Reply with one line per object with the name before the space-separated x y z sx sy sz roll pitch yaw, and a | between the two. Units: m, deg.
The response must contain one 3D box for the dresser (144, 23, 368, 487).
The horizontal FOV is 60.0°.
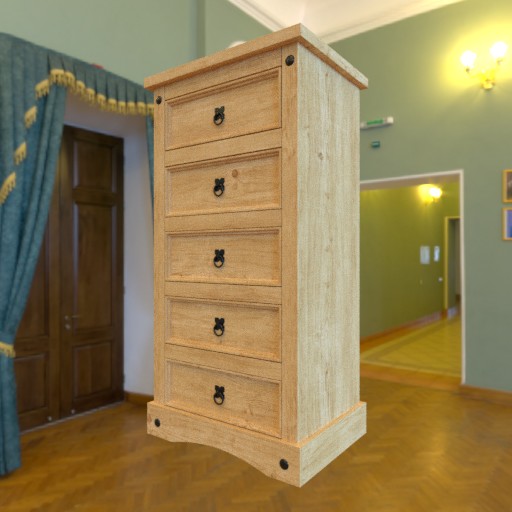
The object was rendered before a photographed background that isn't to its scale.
dresser | 0.000 0.000 1.302 0.531 1.041 0.390 0 0 36
